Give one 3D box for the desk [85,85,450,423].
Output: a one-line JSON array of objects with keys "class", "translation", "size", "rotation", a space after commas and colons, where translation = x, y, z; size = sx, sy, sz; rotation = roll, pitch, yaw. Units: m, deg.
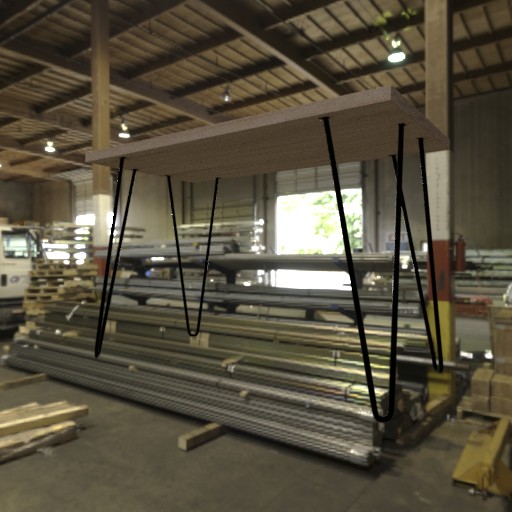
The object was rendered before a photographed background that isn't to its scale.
[{"class": "desk", "translation": [0.000, 0.000, 1.341], "size": [0.991, 0.660, 0.499], "rotation": [0, 0, 36]}]
